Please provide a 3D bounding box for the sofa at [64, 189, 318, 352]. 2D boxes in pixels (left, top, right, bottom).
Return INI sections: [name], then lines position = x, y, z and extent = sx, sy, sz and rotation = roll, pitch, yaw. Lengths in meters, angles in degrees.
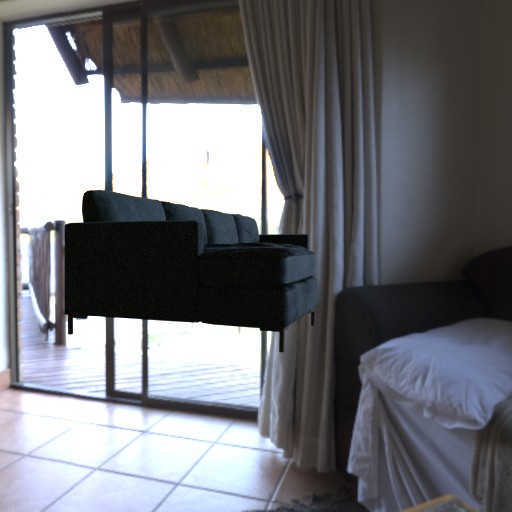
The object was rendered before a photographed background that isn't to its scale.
[sofa]
position = 0.000, 0.000, 4.196
extent = 1.500, 0.967, 3.400
rotation = 0, 1, 19
